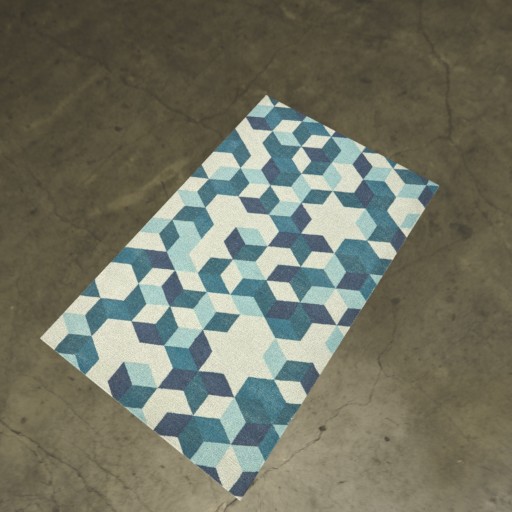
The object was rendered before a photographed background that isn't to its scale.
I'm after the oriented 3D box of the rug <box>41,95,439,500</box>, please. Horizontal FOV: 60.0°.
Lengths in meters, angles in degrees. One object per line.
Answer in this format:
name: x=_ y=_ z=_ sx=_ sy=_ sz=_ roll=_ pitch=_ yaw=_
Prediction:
rug: x=0.000 y=0.000 z=2.956 sx=1.518 sy=0.015 sz=2.438 roll=32 pitch=69 yaw=14
